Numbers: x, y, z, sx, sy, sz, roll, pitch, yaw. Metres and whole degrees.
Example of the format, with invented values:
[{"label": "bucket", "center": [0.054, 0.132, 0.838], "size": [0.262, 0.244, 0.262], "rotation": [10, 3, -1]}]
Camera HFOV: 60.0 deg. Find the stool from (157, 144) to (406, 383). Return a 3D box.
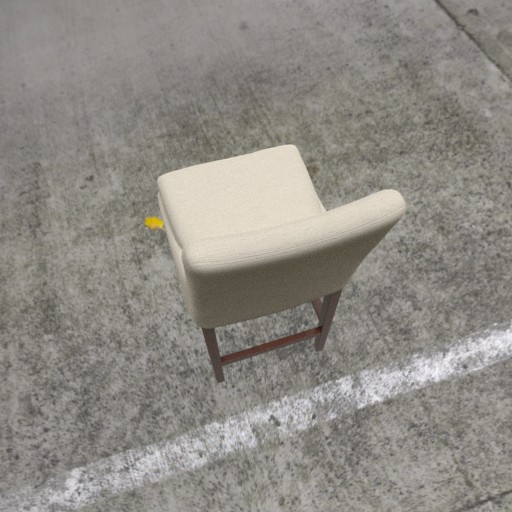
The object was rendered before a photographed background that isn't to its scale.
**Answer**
[{"label": "stool", "center": [0.000, 0.000, 1.308], "size": [0.470, 0.981, 0.577], "rotation": [-15, 60, -9]}]
